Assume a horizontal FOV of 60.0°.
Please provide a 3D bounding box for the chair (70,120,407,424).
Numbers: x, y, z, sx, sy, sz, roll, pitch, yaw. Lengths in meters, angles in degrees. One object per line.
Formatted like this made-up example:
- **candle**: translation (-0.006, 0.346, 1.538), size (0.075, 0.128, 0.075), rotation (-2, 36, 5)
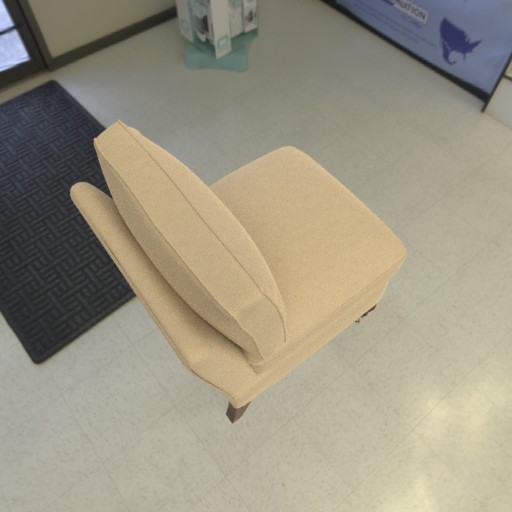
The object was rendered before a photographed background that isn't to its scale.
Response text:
- **chair**: translation (0.000, 0.000, 1.640), size (0.912, 1.052, 0.724), rotation (-32, 63, -19)
